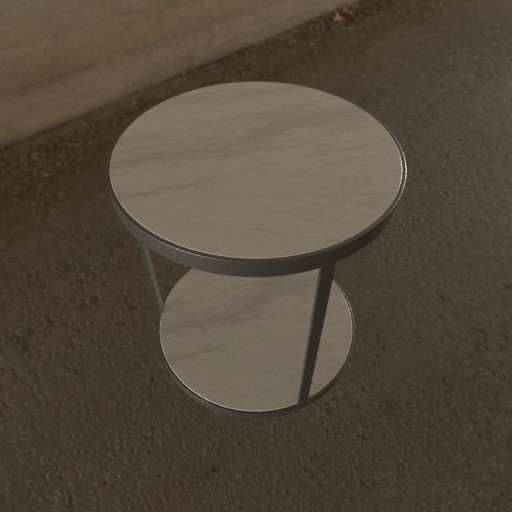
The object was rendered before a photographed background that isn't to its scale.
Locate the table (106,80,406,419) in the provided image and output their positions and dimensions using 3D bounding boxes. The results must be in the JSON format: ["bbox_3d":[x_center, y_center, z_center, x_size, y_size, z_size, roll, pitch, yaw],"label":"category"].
[{"bbox_3d":[0.000,0.000,0.850,0.445,0.479,0.445,0,48,0],"label":"table"}]
